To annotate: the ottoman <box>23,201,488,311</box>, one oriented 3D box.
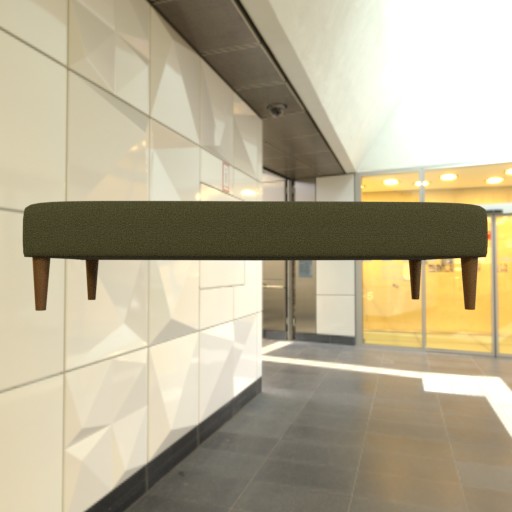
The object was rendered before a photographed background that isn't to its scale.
[{"bbox_3d":[0.000,0.000,1.820,1.609,0.393,0.646,0,-2,-1],"label":"ottoman"}]
